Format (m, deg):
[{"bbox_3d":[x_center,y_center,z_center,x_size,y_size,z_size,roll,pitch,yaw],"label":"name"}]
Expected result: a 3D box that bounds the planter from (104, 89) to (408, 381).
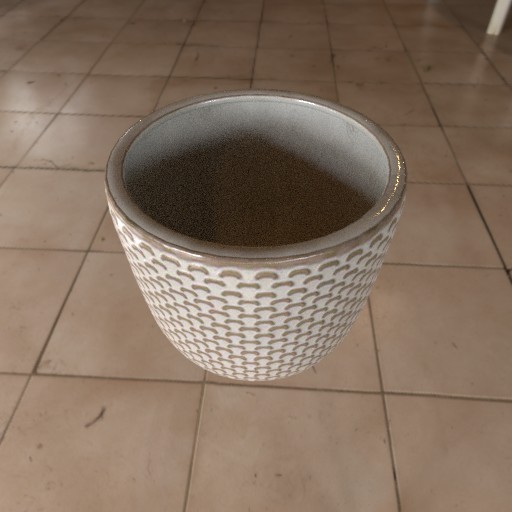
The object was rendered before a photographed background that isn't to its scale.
[{"bbox_3d":[0.000,0.000,0.357,0.197,0.191,0.197,0,46,0],"label":"planter"}]
